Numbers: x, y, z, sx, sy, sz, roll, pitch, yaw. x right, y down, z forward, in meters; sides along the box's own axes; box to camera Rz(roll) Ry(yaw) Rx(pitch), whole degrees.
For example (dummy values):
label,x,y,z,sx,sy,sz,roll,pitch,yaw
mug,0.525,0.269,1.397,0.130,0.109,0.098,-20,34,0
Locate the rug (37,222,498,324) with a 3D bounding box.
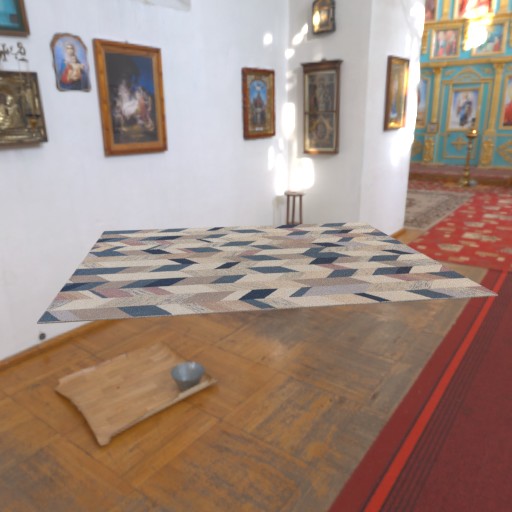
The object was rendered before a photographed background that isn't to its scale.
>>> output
label,x,y,z,sx,sy,sz,roll,pitch,yaw
rug,0.000,0.000,4.045,3.072,0.011,2.451,-3,17,-8
